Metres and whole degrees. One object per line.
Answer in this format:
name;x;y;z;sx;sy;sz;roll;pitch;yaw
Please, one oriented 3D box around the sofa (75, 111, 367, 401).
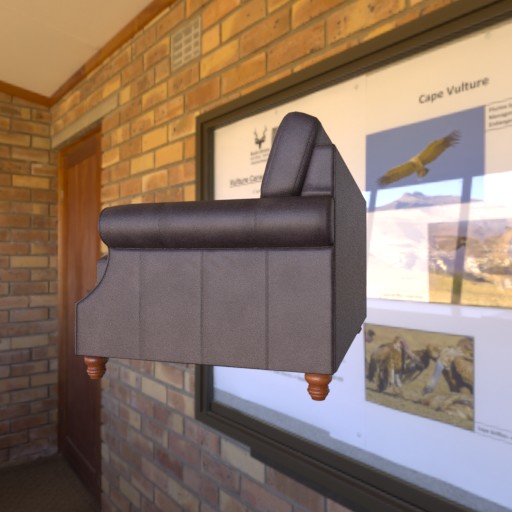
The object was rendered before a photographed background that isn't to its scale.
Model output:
sofa;0.000;0.000;2.304;1.030;0.979;1.663;0;0;18
